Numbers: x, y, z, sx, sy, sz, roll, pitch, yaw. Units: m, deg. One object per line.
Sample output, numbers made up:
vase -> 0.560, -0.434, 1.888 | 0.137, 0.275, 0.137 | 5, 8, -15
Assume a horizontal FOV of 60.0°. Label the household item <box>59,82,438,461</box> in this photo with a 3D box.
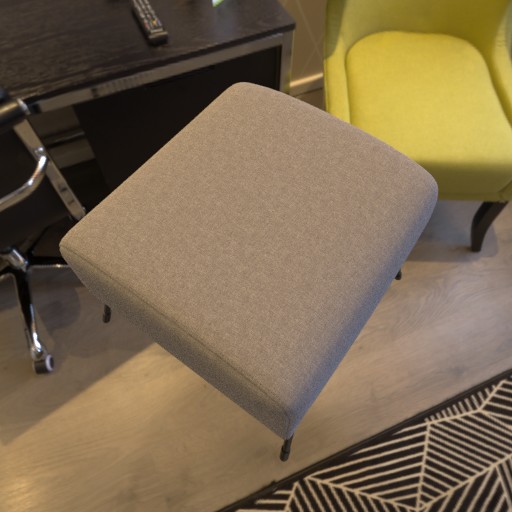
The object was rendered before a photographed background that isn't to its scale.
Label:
household item -> 0.000, 0.000, 0.910 | 0.530, 0.410, 0.530 | 32, 65, 17
